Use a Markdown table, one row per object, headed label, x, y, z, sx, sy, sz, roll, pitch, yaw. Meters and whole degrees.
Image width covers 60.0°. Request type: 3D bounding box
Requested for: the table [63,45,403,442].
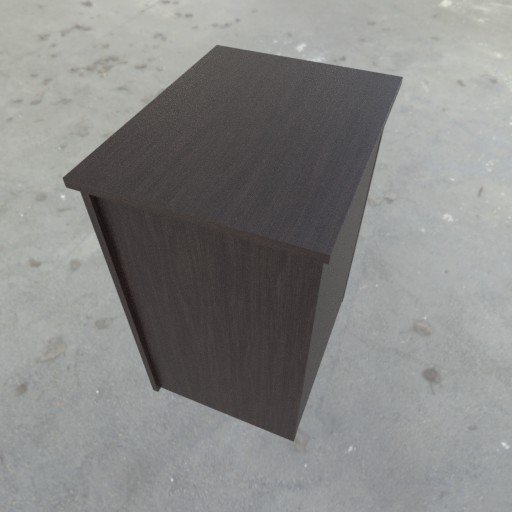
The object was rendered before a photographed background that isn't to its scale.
| label | x | y | z | sx | sy | sz | roll | pitch | yaw |
| --- | --- | --- | --- | --- | --- | --- | --- | --- | --- |
| table | 0.000 | 0.000 | 0.936 | 0.381 | 0.635 | 0.480 | 17 | 49 | 15 |
